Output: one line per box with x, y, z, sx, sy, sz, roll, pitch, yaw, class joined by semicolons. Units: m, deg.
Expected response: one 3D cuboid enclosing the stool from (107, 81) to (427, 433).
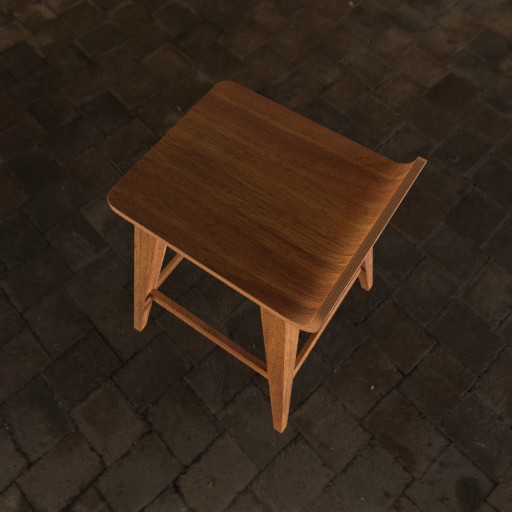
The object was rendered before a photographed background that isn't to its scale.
0.000;0.000;1.002;0.500;0.650;0.500;31;68;15;stool
